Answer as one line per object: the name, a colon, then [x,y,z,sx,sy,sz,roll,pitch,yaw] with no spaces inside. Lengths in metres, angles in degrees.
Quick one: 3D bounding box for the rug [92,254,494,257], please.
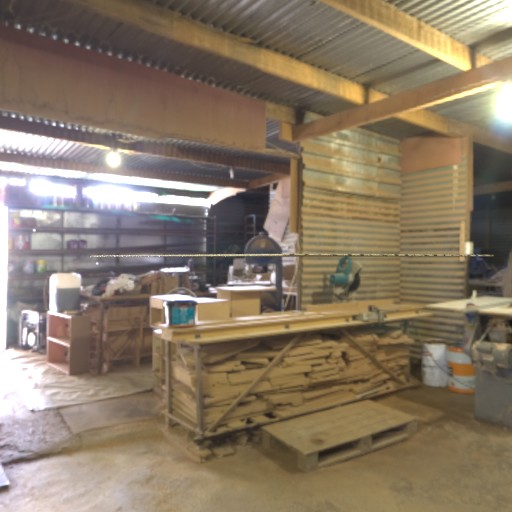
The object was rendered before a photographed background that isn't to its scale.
rug: [0.000,0.000,3.006,1.523,0.008,2.438,0,0,-36]
